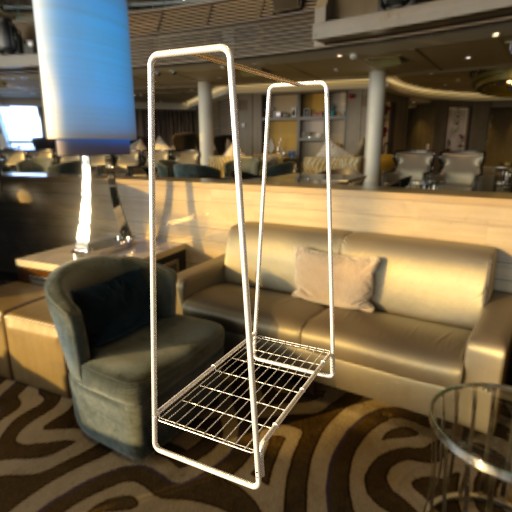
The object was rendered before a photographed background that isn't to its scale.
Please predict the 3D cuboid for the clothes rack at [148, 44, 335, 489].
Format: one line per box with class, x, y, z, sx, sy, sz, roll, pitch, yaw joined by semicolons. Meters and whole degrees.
clothes rack;0.000;0.000;1.903;0.495;1.500;0.900;7;16;26
